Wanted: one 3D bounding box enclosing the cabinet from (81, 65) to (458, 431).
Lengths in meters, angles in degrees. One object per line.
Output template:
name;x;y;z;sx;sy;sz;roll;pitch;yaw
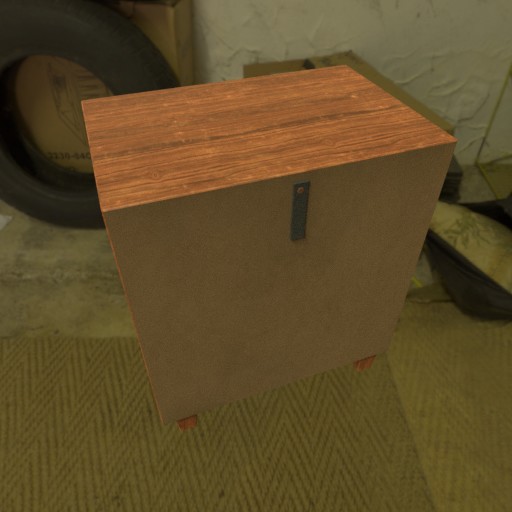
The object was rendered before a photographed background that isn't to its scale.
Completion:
cabinet;0.000;0.000;1.068;0.607;0.695;0.410;-14;44;-15
